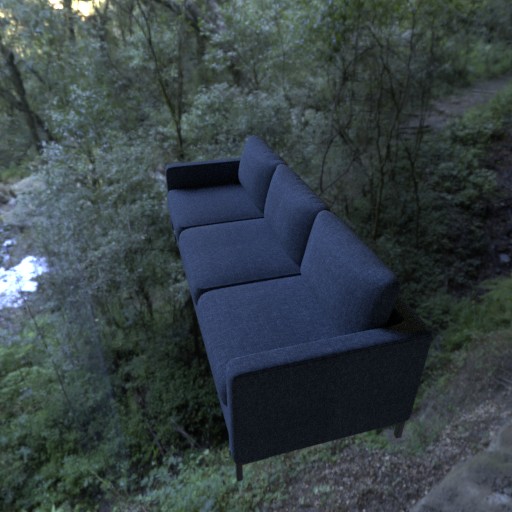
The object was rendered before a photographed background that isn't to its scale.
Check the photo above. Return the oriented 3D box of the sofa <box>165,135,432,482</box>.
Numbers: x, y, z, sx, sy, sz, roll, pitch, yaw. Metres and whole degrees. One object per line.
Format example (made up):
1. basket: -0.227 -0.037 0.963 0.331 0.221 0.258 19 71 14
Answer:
1. sofa: 0.000 0.000 2.679 0.859 0.874 2.218 -9 33 -13
